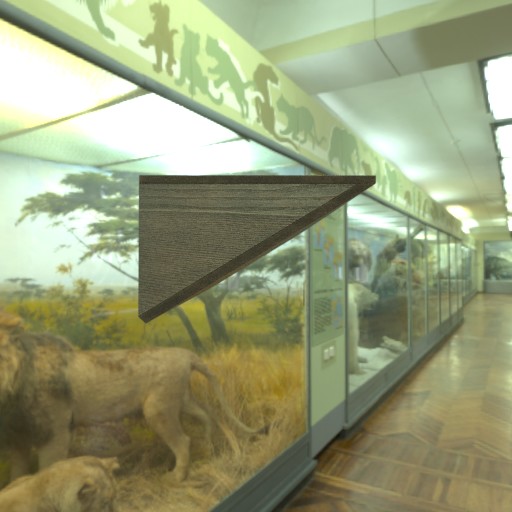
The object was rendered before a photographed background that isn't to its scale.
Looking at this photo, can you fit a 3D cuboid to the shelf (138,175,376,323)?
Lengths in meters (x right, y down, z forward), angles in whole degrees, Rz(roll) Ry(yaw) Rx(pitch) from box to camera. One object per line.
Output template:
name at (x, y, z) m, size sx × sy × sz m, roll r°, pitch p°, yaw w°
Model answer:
shelf at (0.000, 0.000, 0.677) m, size 0.200 × 0.125 × 0.610 m, roll 0°, pitch -1°, yaw 0°
